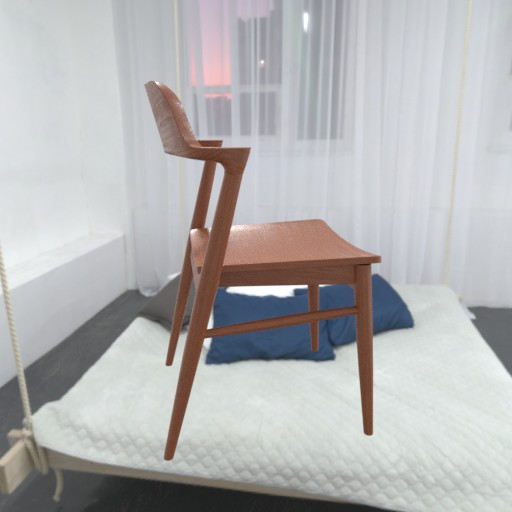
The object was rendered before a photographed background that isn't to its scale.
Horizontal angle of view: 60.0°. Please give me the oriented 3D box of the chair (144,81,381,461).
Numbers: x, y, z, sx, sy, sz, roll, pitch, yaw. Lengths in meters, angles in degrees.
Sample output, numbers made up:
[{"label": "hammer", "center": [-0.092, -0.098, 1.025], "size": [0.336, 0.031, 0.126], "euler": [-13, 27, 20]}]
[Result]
[{"label": "chair", "center": [0.000, 0.000, 1.122], "size": [0.499, 0.801, 0.496], "euler": [-3, 17, -10]}]
